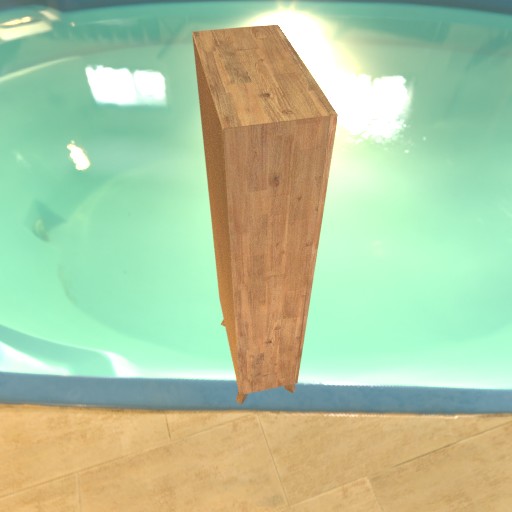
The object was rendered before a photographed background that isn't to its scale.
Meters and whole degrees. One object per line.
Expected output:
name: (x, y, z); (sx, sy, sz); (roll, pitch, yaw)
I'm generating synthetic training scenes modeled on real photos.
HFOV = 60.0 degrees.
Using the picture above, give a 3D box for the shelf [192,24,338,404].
shelf: (0.000, 0.000, 1.555); (0.267, 1.342, 0.491); (-9, 49, -8)
